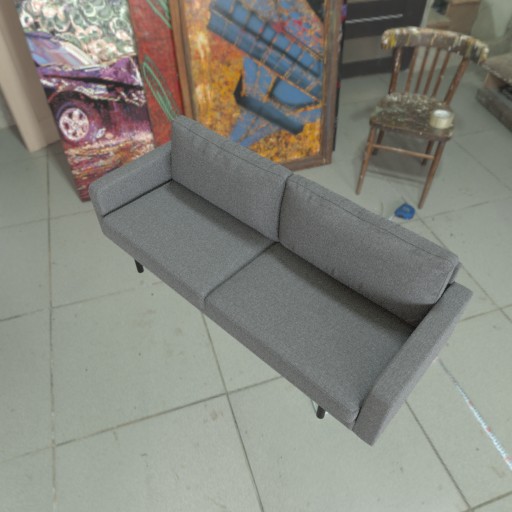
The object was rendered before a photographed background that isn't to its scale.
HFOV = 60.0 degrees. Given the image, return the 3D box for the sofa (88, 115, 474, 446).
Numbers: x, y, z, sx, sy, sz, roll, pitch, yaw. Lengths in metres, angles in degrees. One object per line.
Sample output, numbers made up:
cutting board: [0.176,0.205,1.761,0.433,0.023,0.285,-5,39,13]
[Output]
sofa: [0.000,0.000,2.645,2.200,0.880,0.880,33,55,28]
